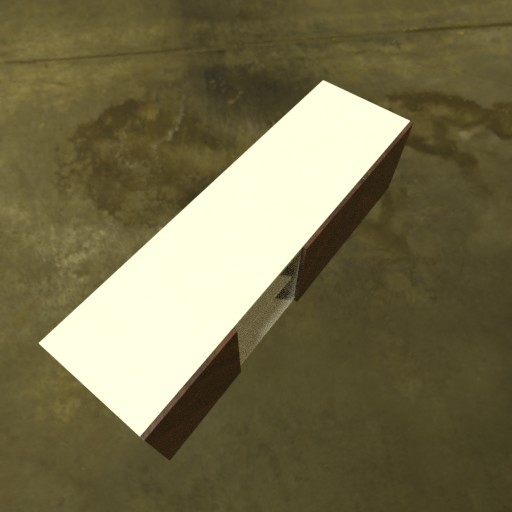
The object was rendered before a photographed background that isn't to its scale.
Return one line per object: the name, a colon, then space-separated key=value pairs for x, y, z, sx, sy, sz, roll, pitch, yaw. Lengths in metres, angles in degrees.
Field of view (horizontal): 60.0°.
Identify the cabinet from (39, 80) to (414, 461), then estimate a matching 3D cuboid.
cabinet: x=0.000 y=0.000 z=1.751 sx=0.431 sy=0.533 sz=1.499 roll=33 pitch=64 yaw=19
